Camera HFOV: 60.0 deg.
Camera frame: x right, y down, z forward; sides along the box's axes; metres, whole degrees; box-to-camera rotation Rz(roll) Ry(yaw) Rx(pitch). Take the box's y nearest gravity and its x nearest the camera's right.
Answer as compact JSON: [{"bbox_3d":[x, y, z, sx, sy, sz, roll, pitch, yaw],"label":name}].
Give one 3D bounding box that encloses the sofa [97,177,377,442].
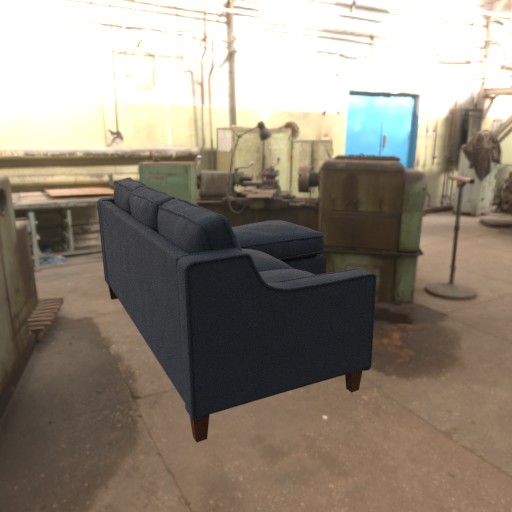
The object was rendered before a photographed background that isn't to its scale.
[{"bbox_3d":[0.000,0.000,3.279,1.858,1.066,2.317,-8,16,-27],"label":"sofa"}]
